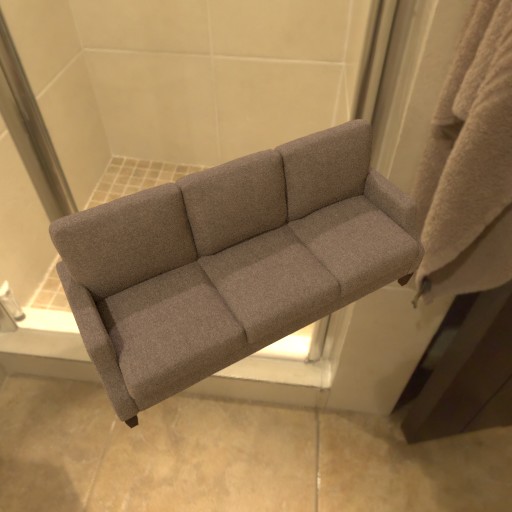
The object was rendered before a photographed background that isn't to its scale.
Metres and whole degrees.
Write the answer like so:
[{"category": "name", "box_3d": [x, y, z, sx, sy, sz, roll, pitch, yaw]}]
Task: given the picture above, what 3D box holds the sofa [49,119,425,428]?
[{"category": "sofa", "box_3d": [0.000, 0.000, 2.673, 2.115, 0.984, 0.888, -23, 51, -20]}]
